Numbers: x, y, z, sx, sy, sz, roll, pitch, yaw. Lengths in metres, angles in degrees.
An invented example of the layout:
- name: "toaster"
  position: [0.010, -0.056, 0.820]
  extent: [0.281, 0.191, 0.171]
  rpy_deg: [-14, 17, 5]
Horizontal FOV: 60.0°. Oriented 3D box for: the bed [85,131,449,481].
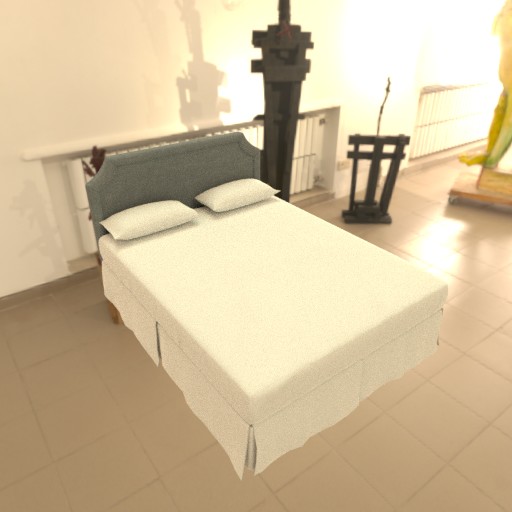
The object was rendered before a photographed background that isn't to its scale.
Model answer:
- name: "bed"
  position: [0.000, 0.000, 3.611]
  extent: [1.977, 1.306, 2.464]
  rpy_deg: [-21, 36, -31]
